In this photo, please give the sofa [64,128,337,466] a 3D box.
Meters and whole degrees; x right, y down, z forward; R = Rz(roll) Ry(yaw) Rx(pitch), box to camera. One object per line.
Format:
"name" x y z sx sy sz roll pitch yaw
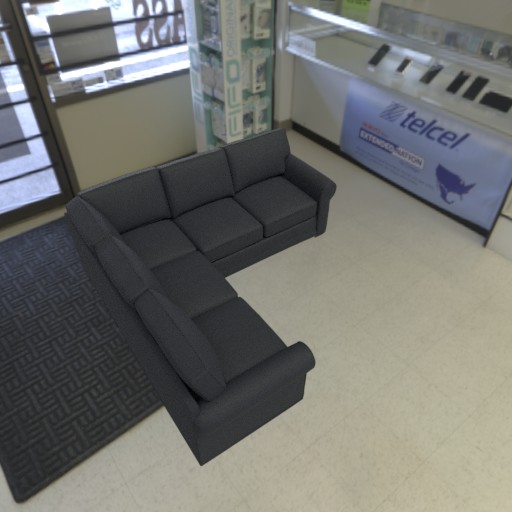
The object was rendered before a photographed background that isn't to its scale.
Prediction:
"sofa" 0.000 0.000 4.022 2.562 1.042 2.487 -25 47 -25
